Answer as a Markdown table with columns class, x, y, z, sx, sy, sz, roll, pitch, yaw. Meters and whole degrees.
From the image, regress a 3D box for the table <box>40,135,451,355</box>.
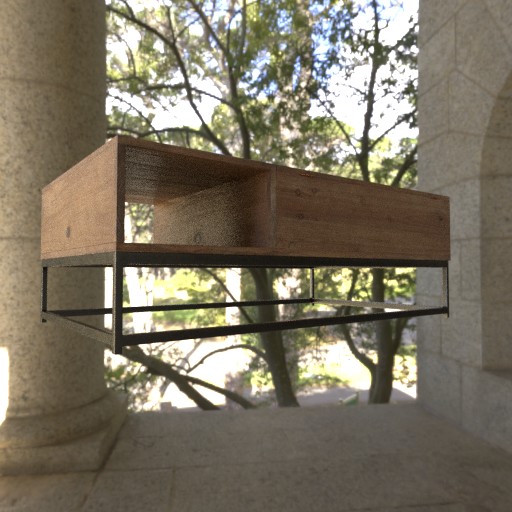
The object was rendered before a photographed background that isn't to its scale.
| class | x | y | z | sx | sy | sz | roll | pitch | yaw |
| --- | --- | --- | --- | --- | --- | --- | --- | --- | --- |
| table | 0.000 | 0.000 | 1.376 | 1.101 | 0.395 | 0.655 | 2 | -3 | -37 |
